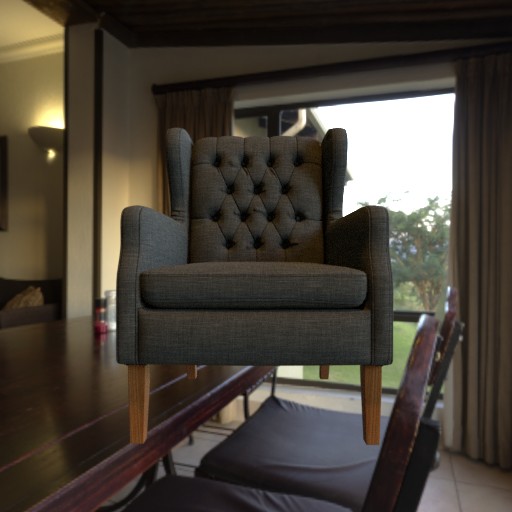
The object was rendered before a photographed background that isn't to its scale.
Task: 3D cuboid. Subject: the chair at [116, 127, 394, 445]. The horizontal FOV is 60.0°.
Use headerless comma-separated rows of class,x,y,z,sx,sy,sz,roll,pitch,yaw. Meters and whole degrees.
chair,0.000,0.000,1.456,0.711,0.953,0.775,0,0,1
